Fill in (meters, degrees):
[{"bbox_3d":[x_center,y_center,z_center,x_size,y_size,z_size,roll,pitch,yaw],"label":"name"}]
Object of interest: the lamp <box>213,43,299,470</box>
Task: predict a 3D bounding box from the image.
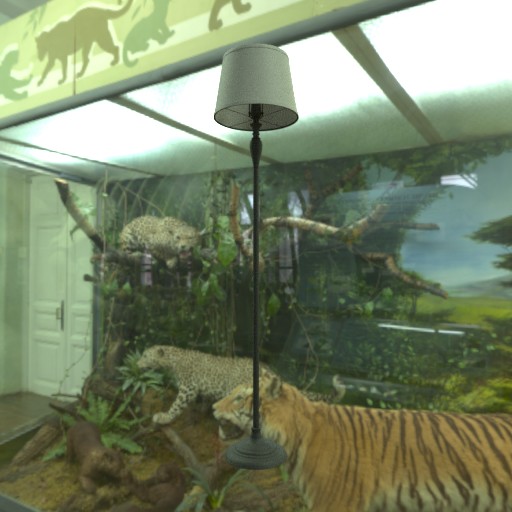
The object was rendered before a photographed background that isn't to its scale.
[{"bbox_3d":[0.000,0.000,1.687,0.327,1.506,0.327,0,-1,0],"label":"lamp"}]
